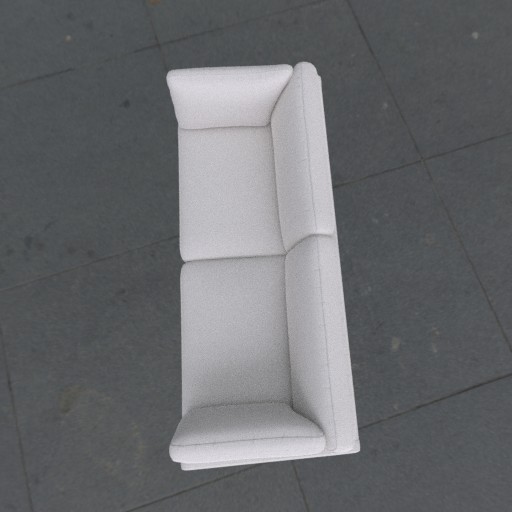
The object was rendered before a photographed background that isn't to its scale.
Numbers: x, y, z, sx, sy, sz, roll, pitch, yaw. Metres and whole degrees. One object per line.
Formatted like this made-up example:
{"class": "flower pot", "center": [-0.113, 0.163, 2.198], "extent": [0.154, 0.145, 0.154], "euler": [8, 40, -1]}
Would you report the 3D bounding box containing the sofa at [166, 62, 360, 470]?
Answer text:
{"class": "sofa", "center": [0.000, 0.000, 2.723], "extent": [0.957, 0.863, 2.301], "euler": [-3, 76, -1]}
